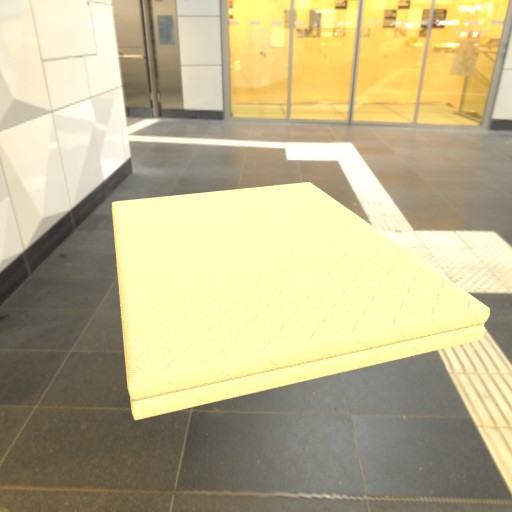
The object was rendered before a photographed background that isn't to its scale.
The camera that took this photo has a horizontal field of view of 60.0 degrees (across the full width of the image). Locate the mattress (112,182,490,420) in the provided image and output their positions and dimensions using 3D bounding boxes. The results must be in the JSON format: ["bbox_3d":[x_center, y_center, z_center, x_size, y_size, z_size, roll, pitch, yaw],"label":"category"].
[{"bbox_3d":[0.000,0.000,2.675,1.600,0.200,2.000,-8,28,-16],"label":"mattress"}]
